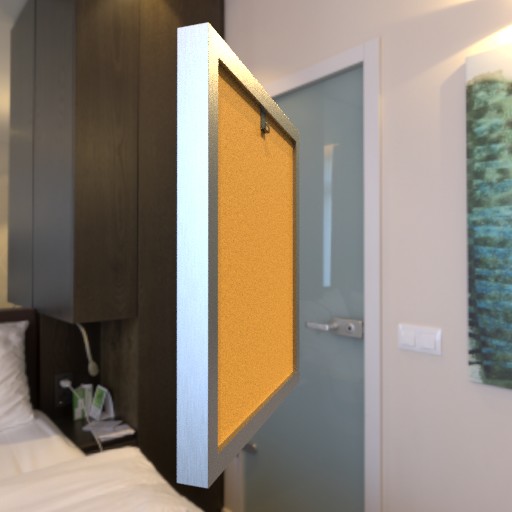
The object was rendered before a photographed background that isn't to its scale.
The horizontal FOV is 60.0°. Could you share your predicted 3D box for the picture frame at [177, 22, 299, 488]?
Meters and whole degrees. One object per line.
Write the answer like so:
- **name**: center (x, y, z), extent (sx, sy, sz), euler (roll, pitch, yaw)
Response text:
- **picture frame**: center (0.000, 0.000, 1.327), extent (0.073, 0.968, 0.839), euler (0, 0, 19)
